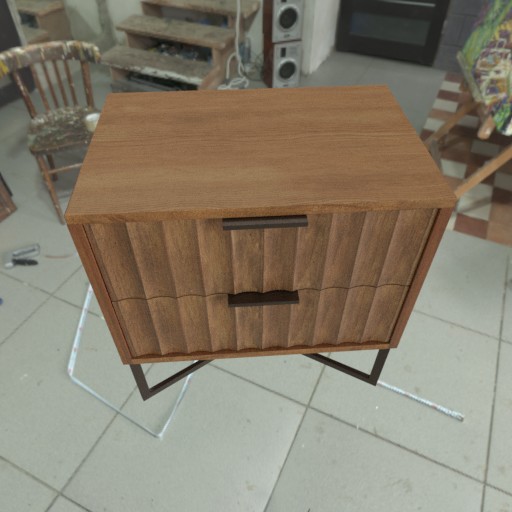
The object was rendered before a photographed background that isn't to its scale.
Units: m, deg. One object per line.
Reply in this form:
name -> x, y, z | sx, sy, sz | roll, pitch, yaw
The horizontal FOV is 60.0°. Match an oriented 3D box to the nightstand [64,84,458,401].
nightstand -> 0.000, 0.000, 1.043 | 0.613, 0.615, 0.427 | -3, 46, -3
